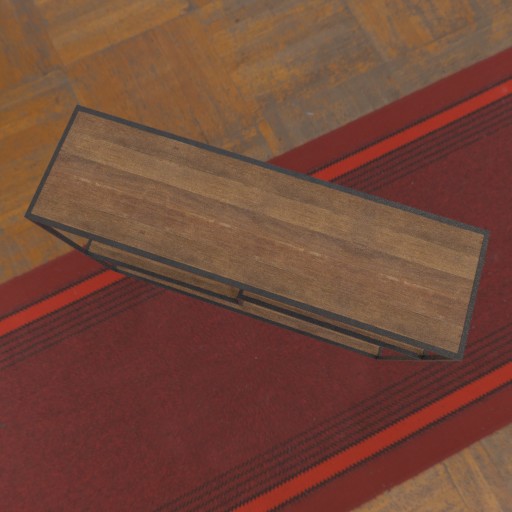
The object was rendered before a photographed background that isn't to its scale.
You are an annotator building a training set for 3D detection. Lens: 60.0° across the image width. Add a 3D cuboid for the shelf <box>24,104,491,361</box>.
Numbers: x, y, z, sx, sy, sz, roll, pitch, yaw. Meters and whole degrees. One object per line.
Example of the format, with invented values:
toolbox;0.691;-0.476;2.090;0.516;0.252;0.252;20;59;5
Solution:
shelf;0.000;0.000;1.559;1.201;0.765;0.361;18;78;4
